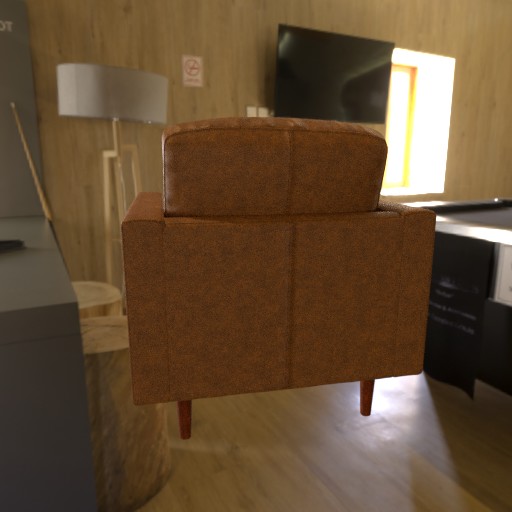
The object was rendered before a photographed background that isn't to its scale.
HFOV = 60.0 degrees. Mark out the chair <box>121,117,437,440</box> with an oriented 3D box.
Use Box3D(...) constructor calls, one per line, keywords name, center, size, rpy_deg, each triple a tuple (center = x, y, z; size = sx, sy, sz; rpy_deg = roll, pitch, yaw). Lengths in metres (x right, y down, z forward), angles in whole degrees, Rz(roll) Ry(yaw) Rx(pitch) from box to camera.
Box3D(name="chair", center=(0.000, 0.000, 1.676), size=(0.890, 0.956, 0.909), rpy_deg=(-3, 13, -12))
